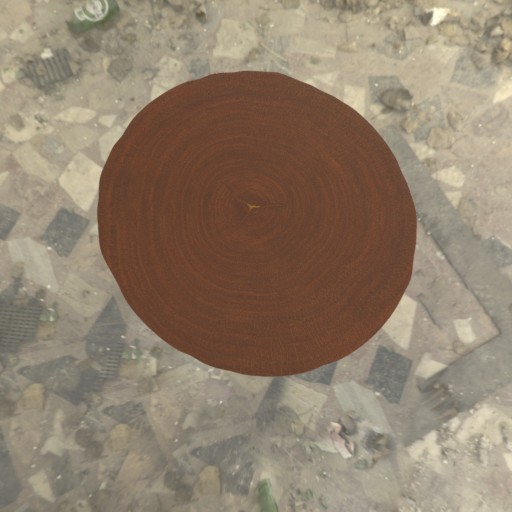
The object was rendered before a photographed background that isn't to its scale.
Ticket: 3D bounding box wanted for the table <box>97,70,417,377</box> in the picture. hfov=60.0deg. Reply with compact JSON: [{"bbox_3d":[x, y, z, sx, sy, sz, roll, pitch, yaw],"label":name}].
[{"bbox_3d":[0.000,0.000,0.764,0.380,0.450,0.410,-38,78,-9],"label":"table"}]
